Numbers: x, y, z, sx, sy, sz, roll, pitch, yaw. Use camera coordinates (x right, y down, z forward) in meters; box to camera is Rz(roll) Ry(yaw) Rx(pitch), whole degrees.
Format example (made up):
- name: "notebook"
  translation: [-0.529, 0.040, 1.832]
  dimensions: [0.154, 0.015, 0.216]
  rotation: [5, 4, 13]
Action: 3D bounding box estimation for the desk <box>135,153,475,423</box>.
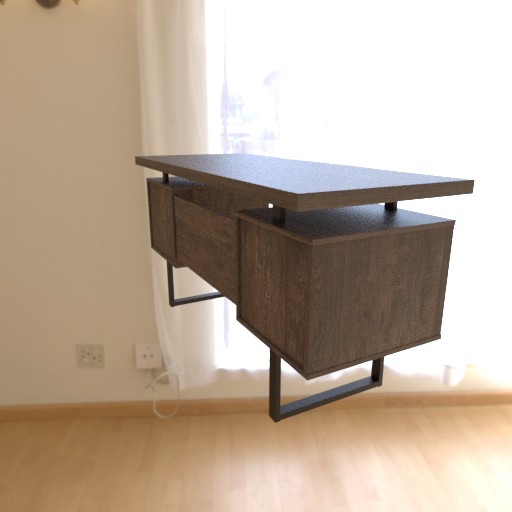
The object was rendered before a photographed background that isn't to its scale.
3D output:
- name: "desk"
  translation: [0.000, 0.000, 1.875]
  dimensions: [0.600, 0.760, 1.524]
  rotation: [-8, 18, -27]
